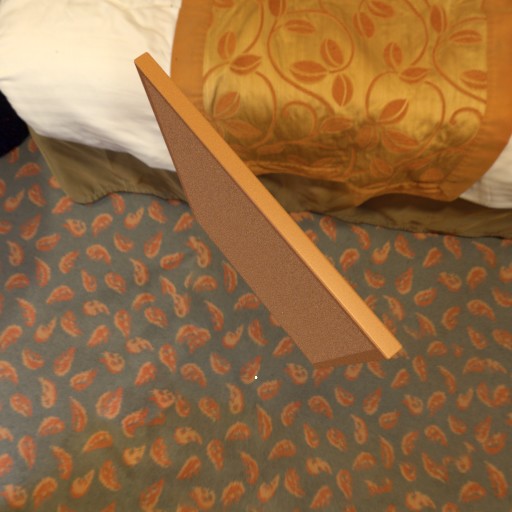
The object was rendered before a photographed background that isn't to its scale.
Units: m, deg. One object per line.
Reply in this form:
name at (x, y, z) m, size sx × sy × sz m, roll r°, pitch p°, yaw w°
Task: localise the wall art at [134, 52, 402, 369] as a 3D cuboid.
wall art at (0.000, 0.000, 0.519) m, size 0.015 × 0.379 × 0.310 m, roll -37°, pitch 78°, yaw -9°
